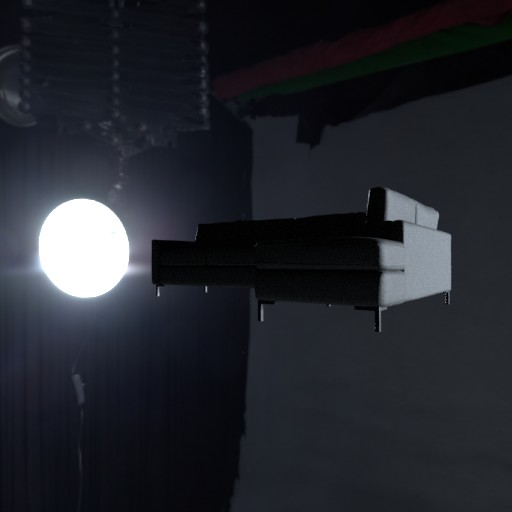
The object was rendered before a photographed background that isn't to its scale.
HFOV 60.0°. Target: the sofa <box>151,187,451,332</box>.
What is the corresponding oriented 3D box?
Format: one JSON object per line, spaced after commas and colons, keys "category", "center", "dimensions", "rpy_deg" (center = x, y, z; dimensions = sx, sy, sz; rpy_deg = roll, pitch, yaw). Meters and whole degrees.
{"category": "sofa", "center": [0.000, 0.000, 3.956], "dimensions": [2.972, 0.858, 1.984], "rpy_deg": [-1, -1, 34]}
